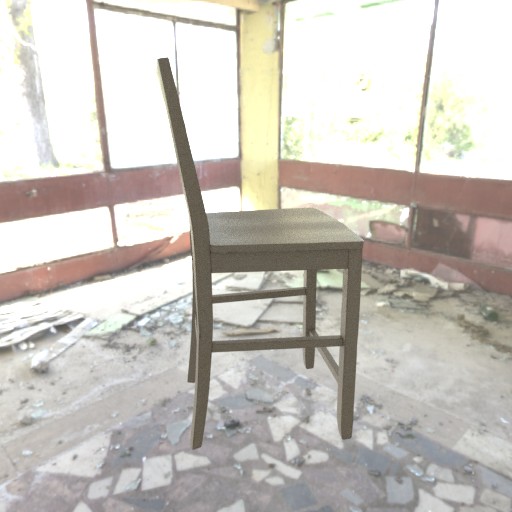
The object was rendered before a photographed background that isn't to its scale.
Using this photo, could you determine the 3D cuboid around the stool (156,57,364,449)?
[{"bbox_3d":[0.000,0.000,1.378,0.539,1.079,0.462,-3,18,-9],"label":"stool"}]
